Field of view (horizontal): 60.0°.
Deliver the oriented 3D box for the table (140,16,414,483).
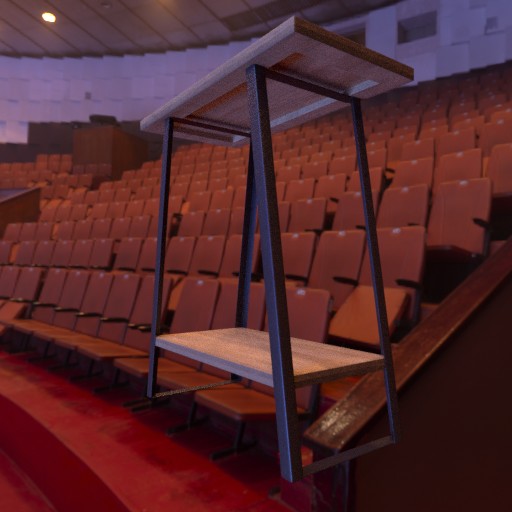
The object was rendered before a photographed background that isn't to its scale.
[{"bbox_3d":[0.000,0.000,0.980,0.300,0.701,0.599,1,-2,-36],"label":"table"}]
